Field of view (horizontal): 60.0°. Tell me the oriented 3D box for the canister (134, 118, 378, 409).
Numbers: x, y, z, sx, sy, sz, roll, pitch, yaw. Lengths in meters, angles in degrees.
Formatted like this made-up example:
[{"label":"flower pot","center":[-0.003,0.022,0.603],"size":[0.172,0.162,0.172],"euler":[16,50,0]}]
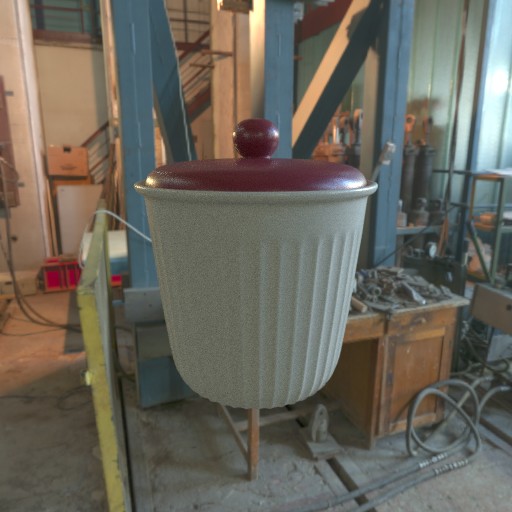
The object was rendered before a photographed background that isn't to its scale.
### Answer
[{"label":"canister","center":[0.000,0.000,0.354],"size":[0.181,0.211,0.181],"euler":[0,14,0]}]
